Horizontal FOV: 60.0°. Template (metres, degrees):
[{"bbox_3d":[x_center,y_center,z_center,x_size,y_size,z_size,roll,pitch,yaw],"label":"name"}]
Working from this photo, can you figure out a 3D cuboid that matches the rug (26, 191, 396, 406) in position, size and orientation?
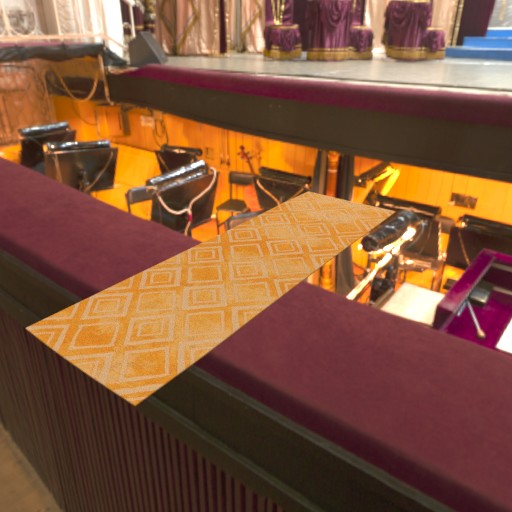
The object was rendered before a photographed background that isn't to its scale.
[{"bbox_3d":[0.000,0.000,2.649,0.775,0.010,2.438,19,32,33],"label":"rug"}]
